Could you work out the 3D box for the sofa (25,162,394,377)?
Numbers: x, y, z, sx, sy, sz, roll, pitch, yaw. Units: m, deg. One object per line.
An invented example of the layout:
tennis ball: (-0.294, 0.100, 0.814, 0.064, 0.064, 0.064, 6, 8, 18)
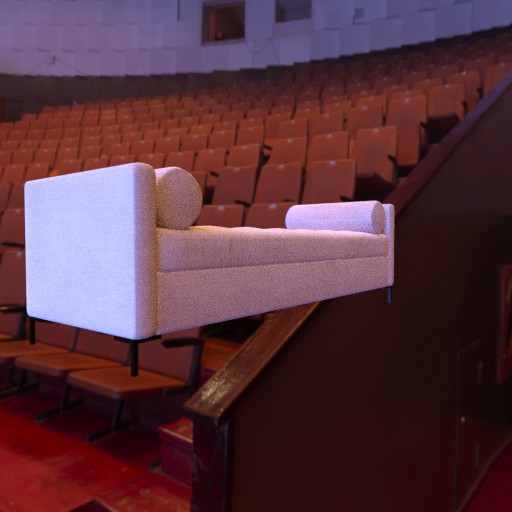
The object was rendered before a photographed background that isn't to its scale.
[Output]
sofa: (0.000, 0.000, 2.251, 0.686, 0.635, 1.981, 2, 3, 38)
